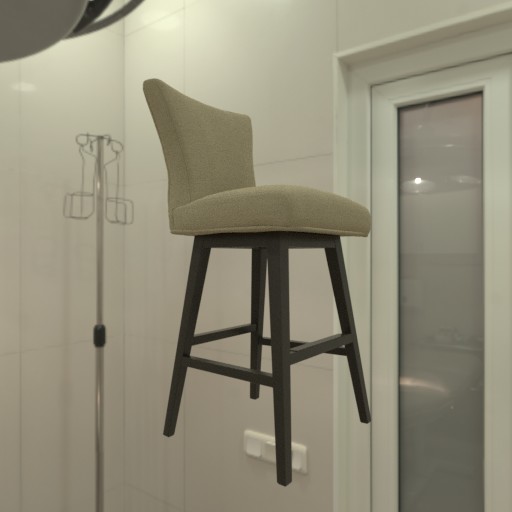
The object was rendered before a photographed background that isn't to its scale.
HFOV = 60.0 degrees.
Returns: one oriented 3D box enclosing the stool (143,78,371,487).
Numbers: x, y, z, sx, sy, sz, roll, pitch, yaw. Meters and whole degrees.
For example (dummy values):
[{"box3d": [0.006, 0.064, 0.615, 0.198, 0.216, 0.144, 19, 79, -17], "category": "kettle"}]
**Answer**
[{"box3d": [0.000, 0.000, 1.409, 0.574, 1.086, 0.514, 0, 0, 37], "category": "stool"}]
